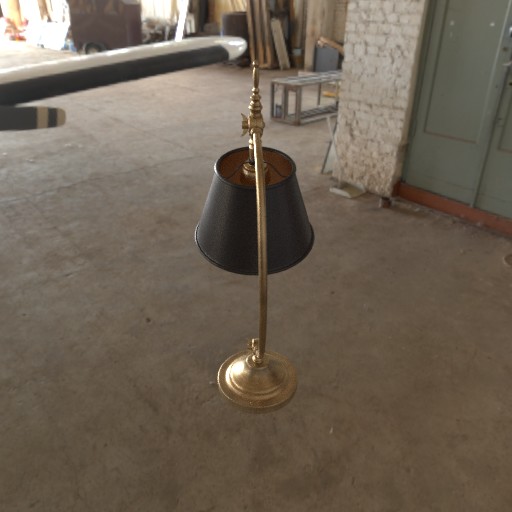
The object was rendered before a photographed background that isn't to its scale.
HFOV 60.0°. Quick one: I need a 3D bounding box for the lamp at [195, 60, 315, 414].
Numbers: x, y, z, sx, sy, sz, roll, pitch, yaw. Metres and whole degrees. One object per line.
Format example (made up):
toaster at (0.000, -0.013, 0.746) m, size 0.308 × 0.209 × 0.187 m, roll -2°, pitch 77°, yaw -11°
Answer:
lamp at (0.000, 0.000, 0.829) m, size 0.235 × 0.675 × 0.344 m, roll -1°, pitch 30°, yaw -2°
